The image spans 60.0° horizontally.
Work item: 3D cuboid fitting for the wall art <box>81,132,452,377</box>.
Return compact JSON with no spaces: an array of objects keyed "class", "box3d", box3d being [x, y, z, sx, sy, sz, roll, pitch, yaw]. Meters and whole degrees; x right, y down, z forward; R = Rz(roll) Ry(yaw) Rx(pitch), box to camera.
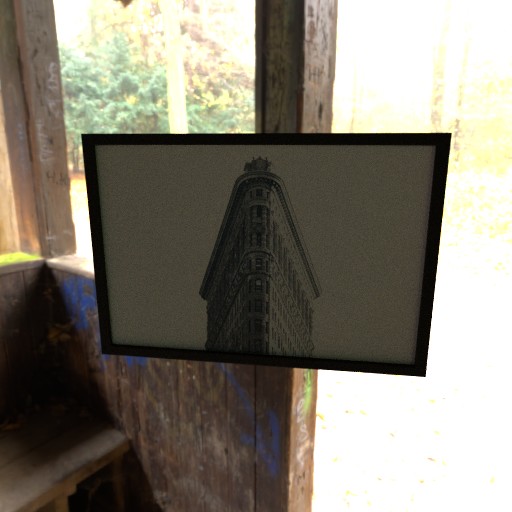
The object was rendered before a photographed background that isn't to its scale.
[{"class":"wall art","box3d":[0.000,0.000,1.229,0.958,0.656,0.026,2,15,8]}]
